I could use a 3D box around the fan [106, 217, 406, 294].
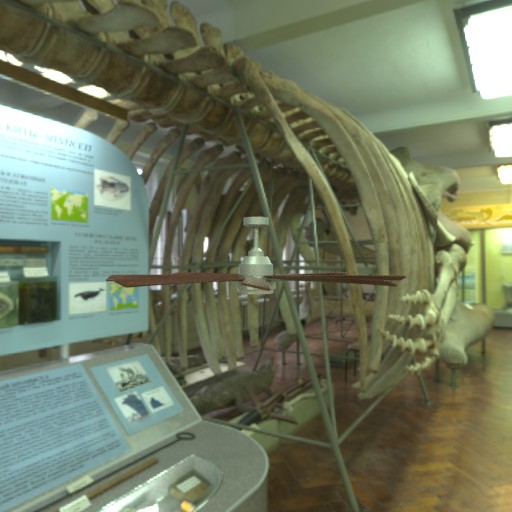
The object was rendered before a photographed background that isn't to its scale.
[{"bbox_3d":[0.000,0.000,2.752,1.830,0.472,1.830,0,-1,0],"label":"fan"}]
